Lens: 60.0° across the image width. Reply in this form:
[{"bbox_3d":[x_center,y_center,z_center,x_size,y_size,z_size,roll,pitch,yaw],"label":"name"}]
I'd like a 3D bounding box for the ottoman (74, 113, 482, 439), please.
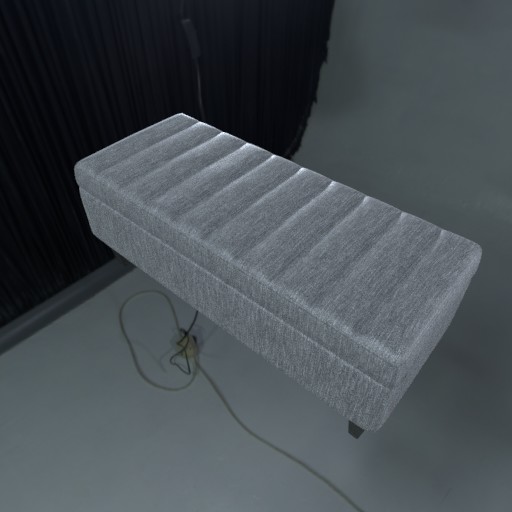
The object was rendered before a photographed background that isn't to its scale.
[{"bbox_3d":[0.000,0.000,1.408,1.151,0.469,0.482,31,52,28],"label":"ottoman"}]
